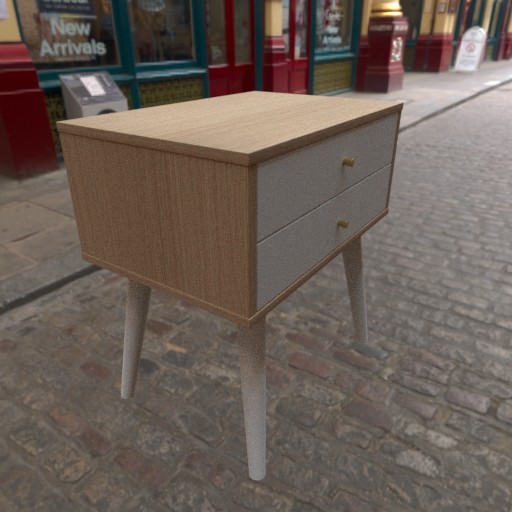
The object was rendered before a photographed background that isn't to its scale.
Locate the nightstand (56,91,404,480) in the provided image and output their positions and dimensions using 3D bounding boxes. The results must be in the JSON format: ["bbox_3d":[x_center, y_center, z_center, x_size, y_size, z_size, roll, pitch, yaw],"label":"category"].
[{"bbox_3d":[0.000,0.000,0.971,0.407,0.610,0.571,17,31,31],"label":"nightstand"}]
